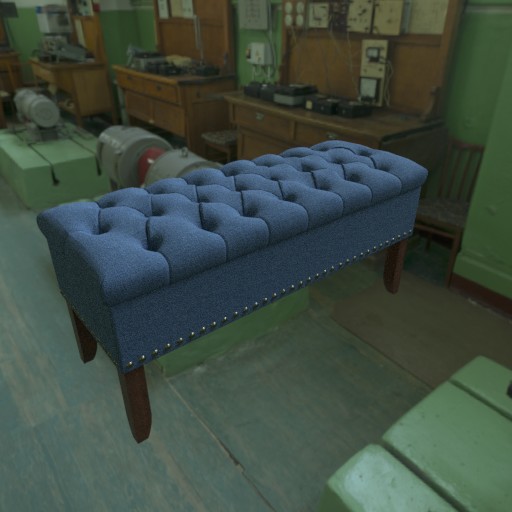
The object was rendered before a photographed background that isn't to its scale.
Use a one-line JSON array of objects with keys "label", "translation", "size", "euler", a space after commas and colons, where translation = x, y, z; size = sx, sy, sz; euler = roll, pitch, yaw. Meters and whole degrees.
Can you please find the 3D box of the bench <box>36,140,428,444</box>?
[{"label": "bench", "translation": [0.000, 0.000, 1.323], "size": [1.052, 0.492, 0.417], "euler": [-22, 36, -33]}]
